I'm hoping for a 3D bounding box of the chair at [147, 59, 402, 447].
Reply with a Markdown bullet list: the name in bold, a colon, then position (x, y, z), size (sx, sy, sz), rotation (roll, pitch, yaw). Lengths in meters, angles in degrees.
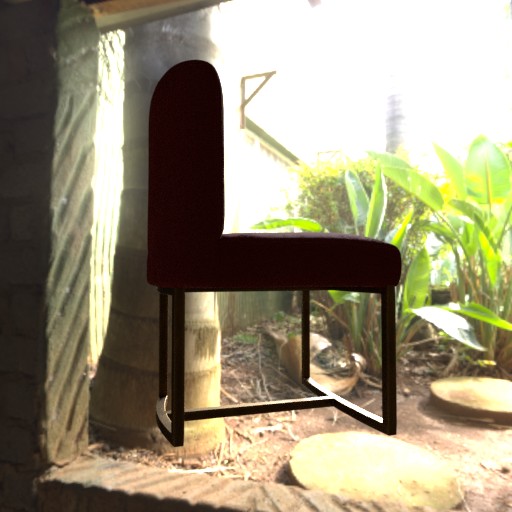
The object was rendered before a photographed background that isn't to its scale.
- **chair**: position (0.000, 0.000, 1.179), size (0.560, 0.824, 0.530), rotation (1, -2, -17)
